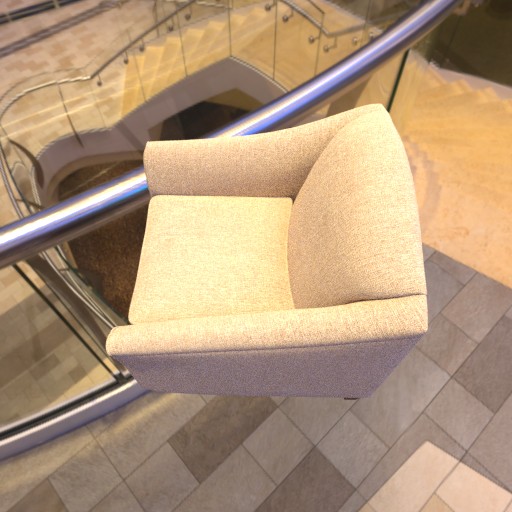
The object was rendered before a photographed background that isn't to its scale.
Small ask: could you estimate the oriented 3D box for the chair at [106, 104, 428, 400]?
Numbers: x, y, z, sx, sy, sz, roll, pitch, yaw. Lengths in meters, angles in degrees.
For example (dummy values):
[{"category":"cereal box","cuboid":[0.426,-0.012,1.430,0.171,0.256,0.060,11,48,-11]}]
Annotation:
[{"category":"chair","cuboid":[0.000,0.000,1.426,0.787,0.839,0.763,1,58,0]}]
